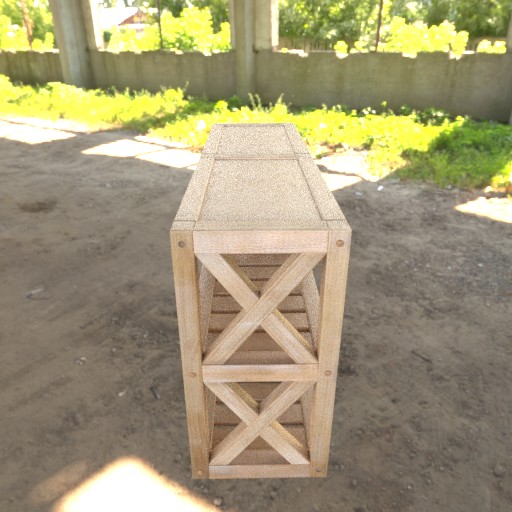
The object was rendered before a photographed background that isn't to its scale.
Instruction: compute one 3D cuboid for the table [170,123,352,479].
[{"bbox_3d":[0.000,0.000,1.675,0.381,0.762,1.320,0,26,-1],"label":"table"}]
